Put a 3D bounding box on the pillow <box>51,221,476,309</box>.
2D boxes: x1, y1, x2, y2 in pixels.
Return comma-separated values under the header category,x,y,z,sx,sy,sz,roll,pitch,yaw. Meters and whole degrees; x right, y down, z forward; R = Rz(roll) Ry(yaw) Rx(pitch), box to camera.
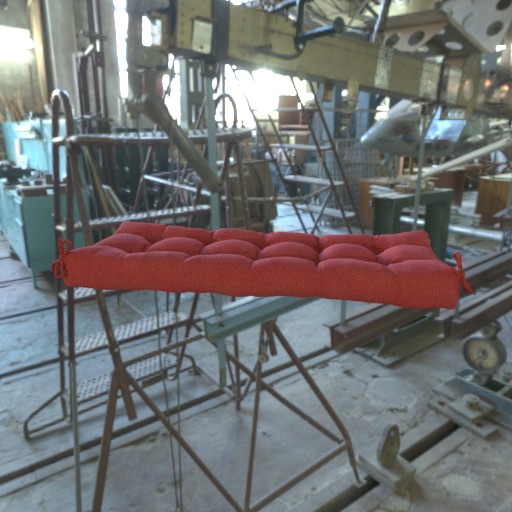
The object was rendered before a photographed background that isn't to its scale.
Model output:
category,x,y,z,sx,sy,sz,roll,pitch,yaw
pillow,0.000,0.000,1.393,1.194,0.174,0.511,2,17,8
